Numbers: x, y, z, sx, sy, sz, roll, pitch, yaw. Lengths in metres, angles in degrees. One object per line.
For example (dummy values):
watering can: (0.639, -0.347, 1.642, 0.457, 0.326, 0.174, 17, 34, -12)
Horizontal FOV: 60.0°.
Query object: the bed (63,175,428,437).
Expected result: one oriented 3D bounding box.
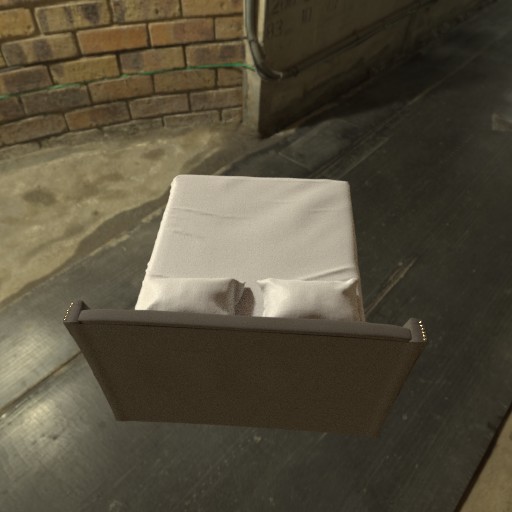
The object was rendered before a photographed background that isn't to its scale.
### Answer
bed: (0.000, 0.000, 3.510, 1.925, 1.332, 2.276, 3, 48, 3)
